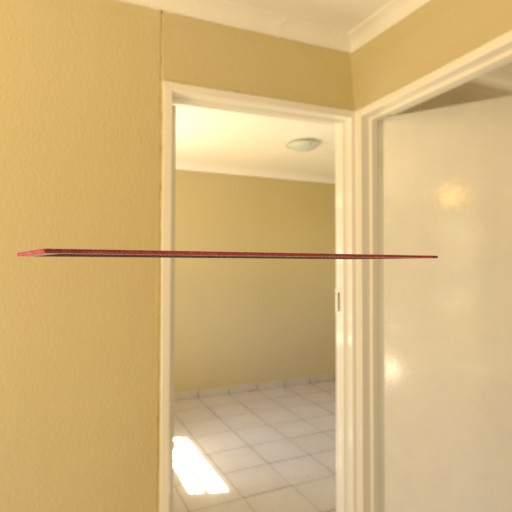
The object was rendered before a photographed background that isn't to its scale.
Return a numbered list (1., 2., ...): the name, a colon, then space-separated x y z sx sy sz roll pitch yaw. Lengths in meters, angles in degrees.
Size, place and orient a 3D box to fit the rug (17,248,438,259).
1. rug: 0.000 0.000 2.641 2.439 0.018 0.813 1 -1 -35
